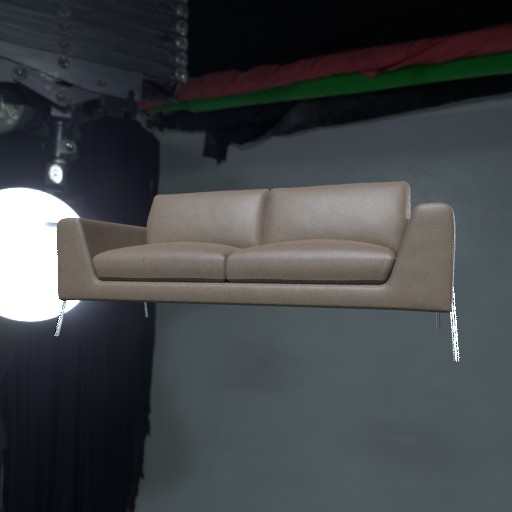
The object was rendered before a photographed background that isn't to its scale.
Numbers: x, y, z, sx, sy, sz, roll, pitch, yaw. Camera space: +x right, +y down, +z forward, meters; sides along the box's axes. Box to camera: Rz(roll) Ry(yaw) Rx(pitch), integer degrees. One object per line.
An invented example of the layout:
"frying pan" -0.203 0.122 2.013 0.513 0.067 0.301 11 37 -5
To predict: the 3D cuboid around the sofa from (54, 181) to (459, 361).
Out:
"sofa" 0.000 0.000 2.539 2.017 0.875 0.953 0 -1 18
